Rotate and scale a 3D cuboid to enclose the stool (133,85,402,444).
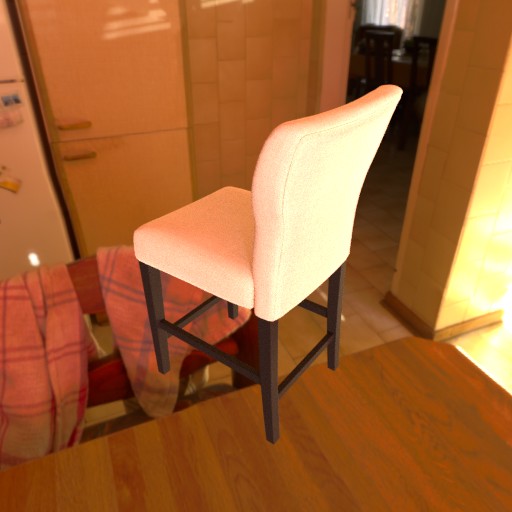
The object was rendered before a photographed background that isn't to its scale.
[{"bbox_3d":[0.000,0.000,1.341,0.603,0.972,0.514,21,37,31],"label":"stool"}]
